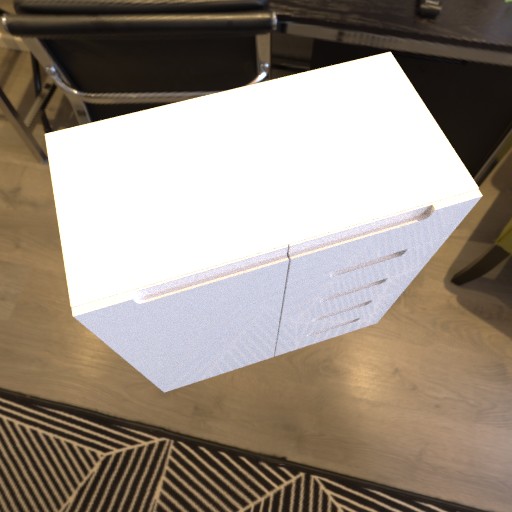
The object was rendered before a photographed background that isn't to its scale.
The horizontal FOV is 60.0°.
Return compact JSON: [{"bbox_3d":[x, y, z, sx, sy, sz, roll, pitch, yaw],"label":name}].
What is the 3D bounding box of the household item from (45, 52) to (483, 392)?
[{"bbox_3d":[0.000,0.000,1.293,0.800,0.870,0.420,-16,65,-8],"label":"household item"}]
